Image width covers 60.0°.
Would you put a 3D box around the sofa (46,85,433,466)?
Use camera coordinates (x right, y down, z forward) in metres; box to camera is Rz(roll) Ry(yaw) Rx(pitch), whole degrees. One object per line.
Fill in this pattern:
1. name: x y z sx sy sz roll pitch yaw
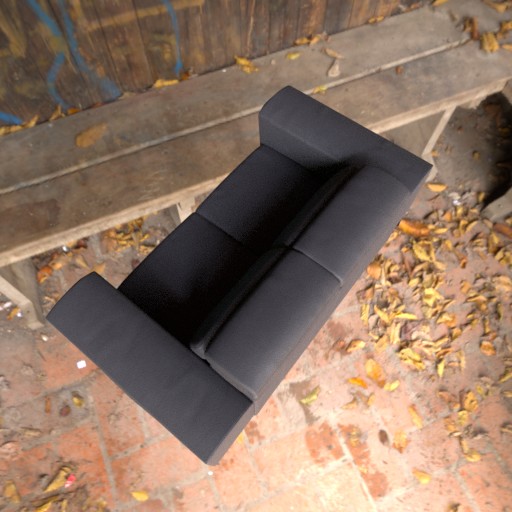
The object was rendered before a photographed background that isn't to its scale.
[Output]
1. sofa: 0.000 0.000 2.408 1.003 0.779 1.895 35 69 16
